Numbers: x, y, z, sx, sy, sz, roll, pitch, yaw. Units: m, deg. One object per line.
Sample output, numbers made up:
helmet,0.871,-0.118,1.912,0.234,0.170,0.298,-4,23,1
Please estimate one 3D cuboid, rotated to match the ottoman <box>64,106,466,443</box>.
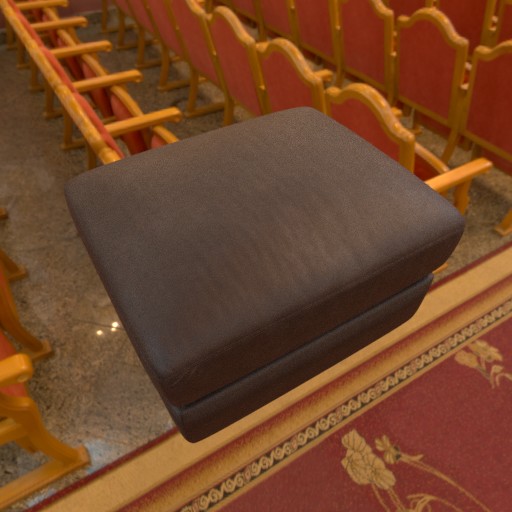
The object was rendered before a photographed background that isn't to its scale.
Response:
ottoman,0.000,0.000,1.228,0.806,0.569,0.670,-24,50,-21
